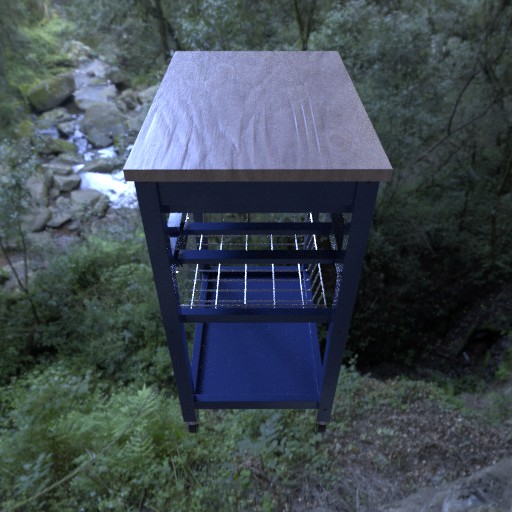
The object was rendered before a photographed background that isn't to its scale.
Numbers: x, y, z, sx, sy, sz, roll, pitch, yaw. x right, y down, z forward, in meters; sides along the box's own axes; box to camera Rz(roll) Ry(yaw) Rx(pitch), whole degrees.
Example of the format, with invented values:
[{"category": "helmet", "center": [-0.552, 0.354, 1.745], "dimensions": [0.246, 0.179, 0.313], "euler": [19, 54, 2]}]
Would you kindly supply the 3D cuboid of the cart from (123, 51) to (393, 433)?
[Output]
[{"category": "cart", "center": [0.000, 0.000, 1.146], "dimensions": [0.403, 0.839, 0.584], "euler": [0, 41, 0]}]
